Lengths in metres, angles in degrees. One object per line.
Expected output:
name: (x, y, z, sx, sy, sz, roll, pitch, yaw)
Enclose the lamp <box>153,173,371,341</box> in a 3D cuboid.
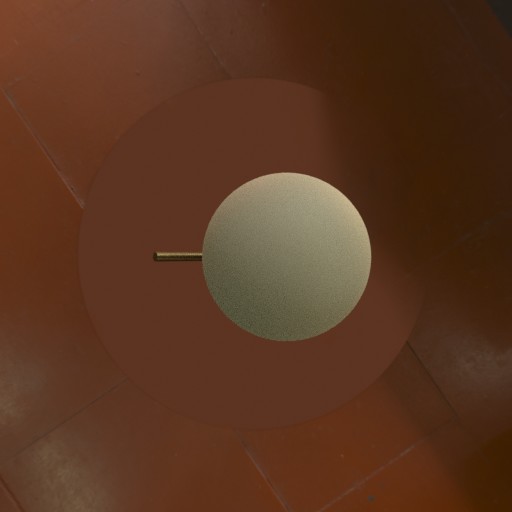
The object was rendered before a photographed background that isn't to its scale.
lamp: (0.000, 0.000, 0.681, 0.251, 0.552, 0.210, 0, 90, 0)
